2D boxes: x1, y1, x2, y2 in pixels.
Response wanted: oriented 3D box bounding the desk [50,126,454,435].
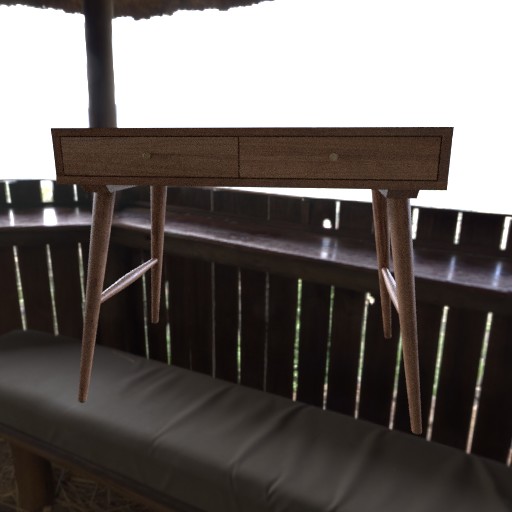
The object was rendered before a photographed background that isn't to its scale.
[{"bbox_3d":[0.000,0.000,1.378,0.949,0.758,0.588,2,15,8],"label":"desk"}]
